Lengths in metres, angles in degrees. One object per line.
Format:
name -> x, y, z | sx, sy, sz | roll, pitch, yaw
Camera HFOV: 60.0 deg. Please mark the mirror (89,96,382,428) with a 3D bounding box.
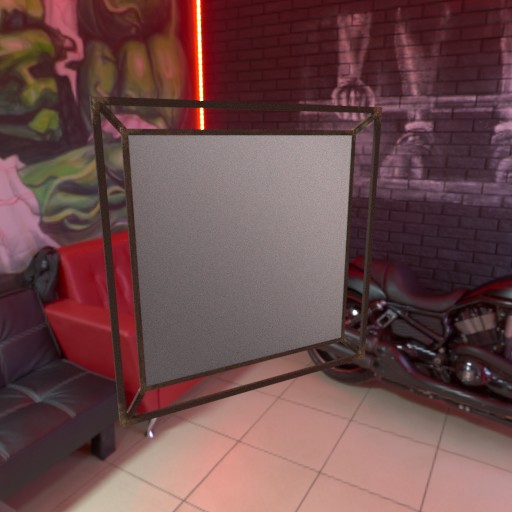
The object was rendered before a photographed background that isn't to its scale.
mirror -> 0.000, 0.000, 0.933 | 0.610, 0.610, 0.032 | -8, 17, -26
